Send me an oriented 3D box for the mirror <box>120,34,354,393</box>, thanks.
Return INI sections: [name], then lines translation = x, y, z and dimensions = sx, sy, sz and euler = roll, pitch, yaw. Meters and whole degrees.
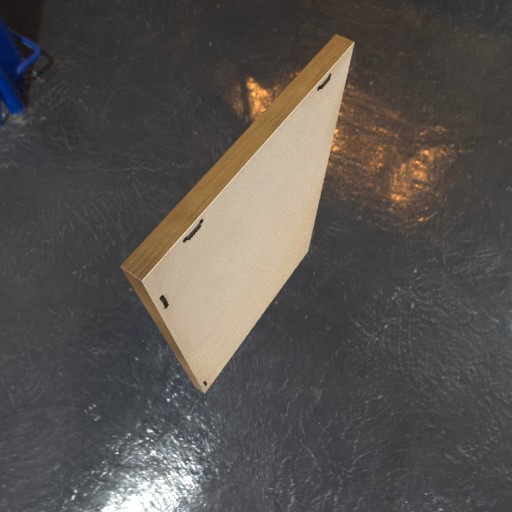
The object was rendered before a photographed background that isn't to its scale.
[mirror]
translation = 0.000, 0.000, 0.928
dimensions = 0.039, 0.711, 0.508
euler = 32, 67, 15
